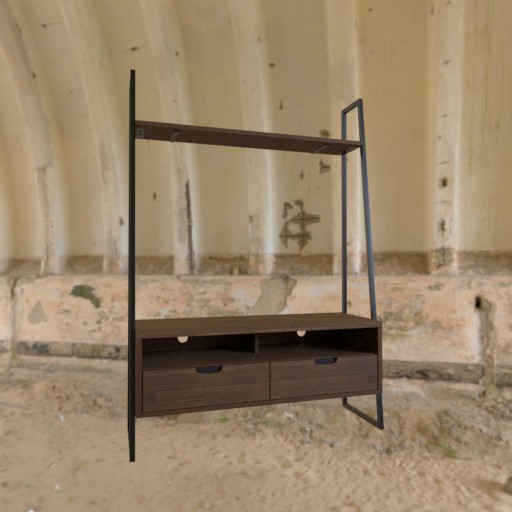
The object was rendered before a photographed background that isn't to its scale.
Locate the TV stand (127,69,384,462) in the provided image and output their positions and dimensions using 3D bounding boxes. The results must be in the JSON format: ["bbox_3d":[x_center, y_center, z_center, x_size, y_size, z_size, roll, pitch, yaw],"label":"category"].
[{"bbox_3d":[0.000,0.000,2.277,1.250,1.772,0.432,0,-1,-18],"label":"TV stand"}]
